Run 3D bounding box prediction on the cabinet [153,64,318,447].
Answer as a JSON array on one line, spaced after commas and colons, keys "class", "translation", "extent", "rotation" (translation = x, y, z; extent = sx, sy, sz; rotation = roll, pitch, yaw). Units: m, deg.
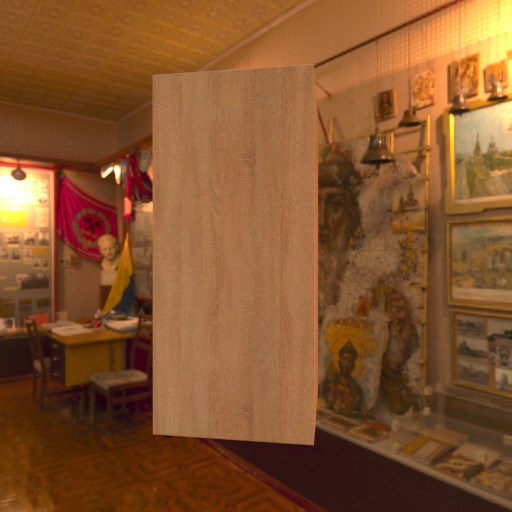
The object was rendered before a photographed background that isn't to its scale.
[{"class": "cabinet", "translation": [0.000, 0.000, 2.893], "extent": [1.327, 2.120, 1.094], "rotation": [0, 0, -36]}]
